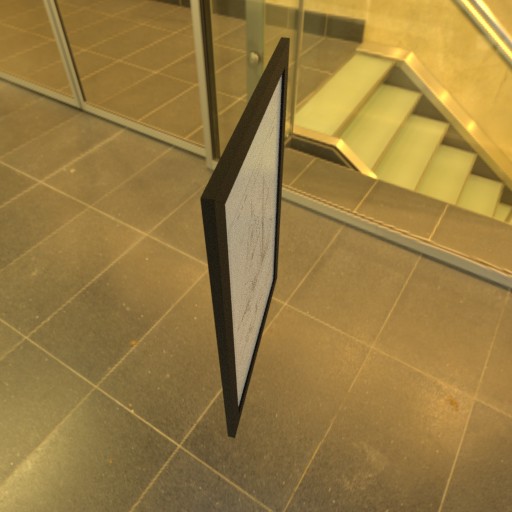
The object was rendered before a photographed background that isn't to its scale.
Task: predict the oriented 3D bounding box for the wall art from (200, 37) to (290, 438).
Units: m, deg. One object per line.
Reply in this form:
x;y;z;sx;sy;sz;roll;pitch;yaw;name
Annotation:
0.000;0.000;0.611;0.011;0.459;0.326;10;47;9;wall art
